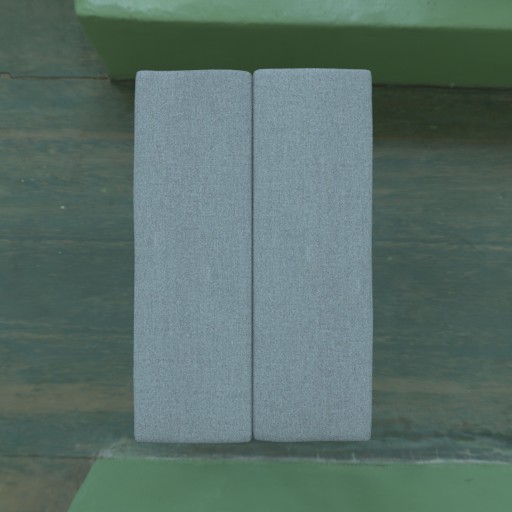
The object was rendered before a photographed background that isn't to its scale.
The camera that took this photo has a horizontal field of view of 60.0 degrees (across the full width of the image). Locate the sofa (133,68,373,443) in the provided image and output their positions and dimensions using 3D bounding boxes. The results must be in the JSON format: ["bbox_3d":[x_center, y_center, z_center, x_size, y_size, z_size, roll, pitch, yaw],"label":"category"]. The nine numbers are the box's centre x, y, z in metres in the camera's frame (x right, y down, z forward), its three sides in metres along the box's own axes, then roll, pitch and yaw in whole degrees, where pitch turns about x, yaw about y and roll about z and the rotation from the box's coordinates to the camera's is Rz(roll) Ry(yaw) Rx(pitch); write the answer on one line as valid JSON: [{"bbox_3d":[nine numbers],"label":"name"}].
[{"bbox_3d":[0.000,0.000,1.647,0.817,0.434,1.250,0,90,0],"label":"sofa"}]
